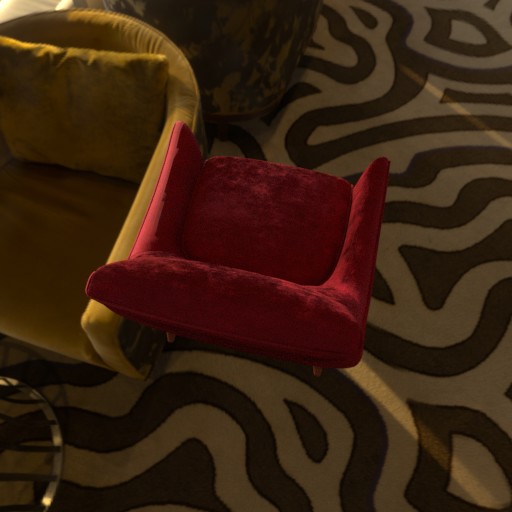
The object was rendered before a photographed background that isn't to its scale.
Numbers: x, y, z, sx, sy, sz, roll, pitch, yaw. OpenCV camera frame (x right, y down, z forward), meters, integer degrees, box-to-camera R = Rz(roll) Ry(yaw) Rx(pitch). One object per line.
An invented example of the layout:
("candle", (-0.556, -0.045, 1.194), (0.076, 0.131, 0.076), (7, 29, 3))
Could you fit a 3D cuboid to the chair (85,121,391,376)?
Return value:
("chair", (0.000, 0.000, 1.471), (0.762, 0.838, 0.787), (12, 63, 6))
